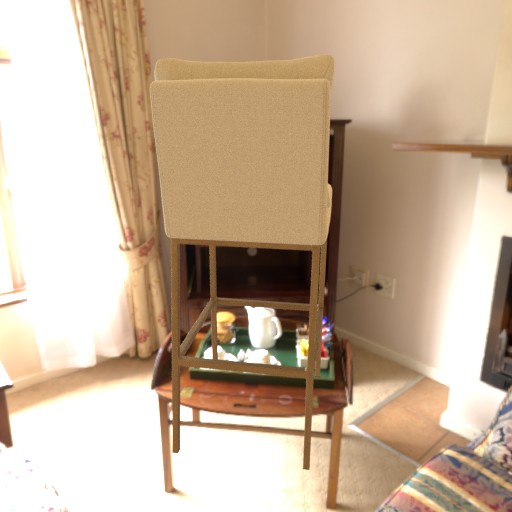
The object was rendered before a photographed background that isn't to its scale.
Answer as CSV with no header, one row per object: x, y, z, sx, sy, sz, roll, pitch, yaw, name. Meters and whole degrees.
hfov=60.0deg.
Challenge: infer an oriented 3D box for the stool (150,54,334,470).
0.000,0.000,1.419,0.463,1.125,0.572,3,16,9,stool
